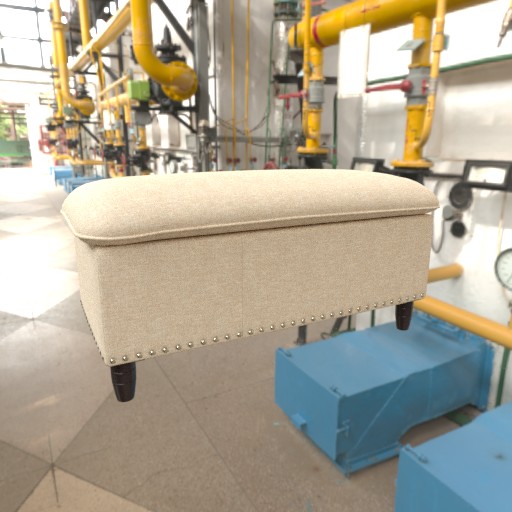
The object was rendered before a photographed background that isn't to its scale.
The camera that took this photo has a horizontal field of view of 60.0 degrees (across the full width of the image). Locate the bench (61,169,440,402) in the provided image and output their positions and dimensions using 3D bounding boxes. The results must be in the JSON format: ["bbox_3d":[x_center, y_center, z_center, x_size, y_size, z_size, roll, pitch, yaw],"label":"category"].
[{"bbox_3d":[0.000,0.000,1.280,0.991,0.483,0.483,-7,16,-26],"label":"bench"}]
